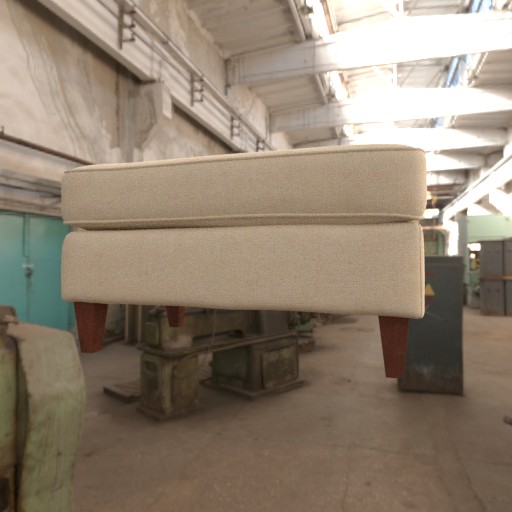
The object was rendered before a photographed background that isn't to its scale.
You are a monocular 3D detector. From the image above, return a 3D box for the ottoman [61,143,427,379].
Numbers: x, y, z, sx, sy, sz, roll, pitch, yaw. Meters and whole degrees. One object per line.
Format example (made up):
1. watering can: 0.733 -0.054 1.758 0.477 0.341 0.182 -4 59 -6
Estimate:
1. ottoman: 0.000 0.000 1.215 0.862 0.484 0.583 0 0 19
